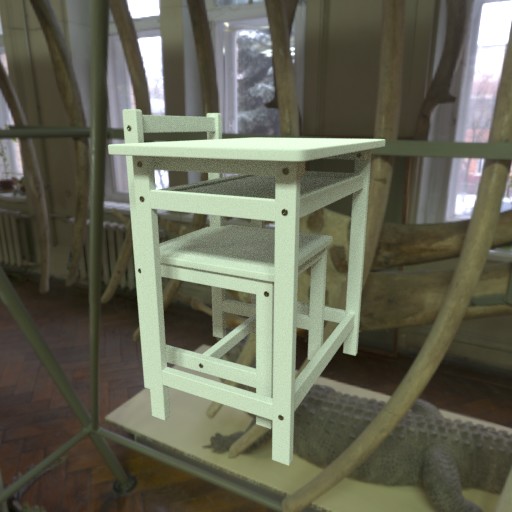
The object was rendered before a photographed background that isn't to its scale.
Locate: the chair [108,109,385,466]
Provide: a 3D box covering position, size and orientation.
[{"bbox_3d":[0.000,0.000,1.076,0.461,0.673,0.599,8,18,26],"label":"chair"}]
